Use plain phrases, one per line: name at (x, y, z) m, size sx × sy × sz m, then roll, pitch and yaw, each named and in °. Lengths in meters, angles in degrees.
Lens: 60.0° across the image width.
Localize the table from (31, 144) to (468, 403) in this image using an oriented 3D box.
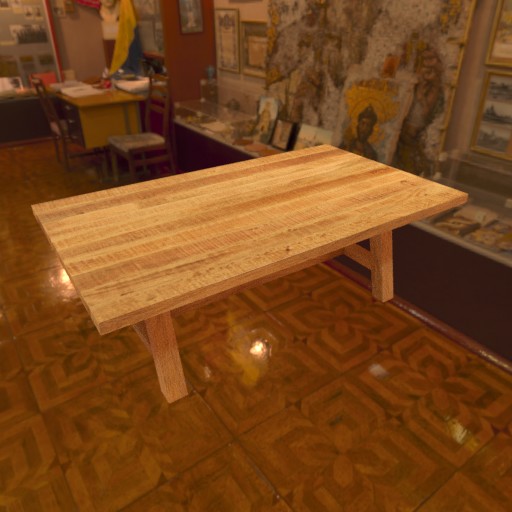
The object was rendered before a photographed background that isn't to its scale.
table at (0.000, 0.000, 1.655) m, size 1.320 × 0.455 × 0.760 m, roll -18°, pitch 35°, yaw -29°
